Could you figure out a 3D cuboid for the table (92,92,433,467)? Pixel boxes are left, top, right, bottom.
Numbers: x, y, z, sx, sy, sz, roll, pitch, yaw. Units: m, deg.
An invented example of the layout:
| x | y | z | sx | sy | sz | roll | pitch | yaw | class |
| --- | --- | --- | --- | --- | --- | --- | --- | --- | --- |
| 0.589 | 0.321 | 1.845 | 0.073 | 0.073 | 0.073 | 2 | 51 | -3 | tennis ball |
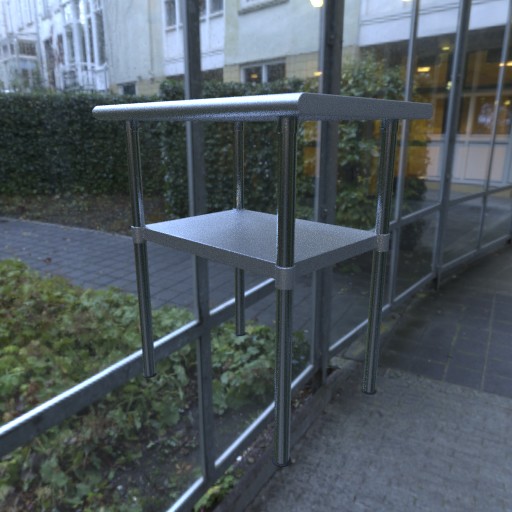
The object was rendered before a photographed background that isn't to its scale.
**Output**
| x | y | z | sx | sy | sz | roll | pitch | yaw | class |
| --- | --- | --- | --- | --- | --- | --- | --- | --- | --- |
| 0.000 | 0.000 | 1.358 | 0.762 | 0.876 | 0.584 | 15 | 22 | 42 | table |
